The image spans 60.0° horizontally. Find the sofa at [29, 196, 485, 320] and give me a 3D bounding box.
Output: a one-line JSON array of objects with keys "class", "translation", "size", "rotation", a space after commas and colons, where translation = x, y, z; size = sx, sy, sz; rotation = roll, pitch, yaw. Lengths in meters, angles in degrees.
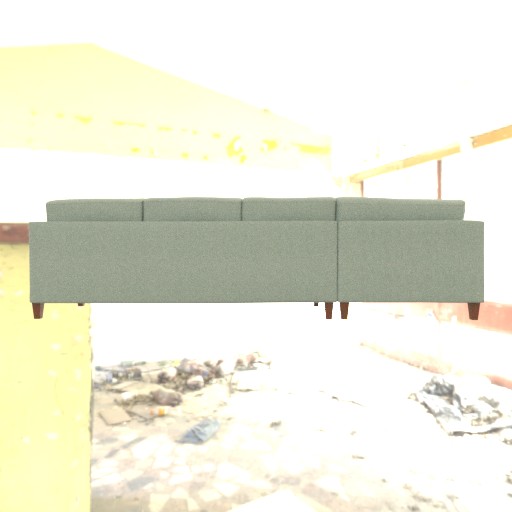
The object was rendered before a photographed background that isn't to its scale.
[{"class": "sofa", "translation": [0.000, 0.000, 4.114], "size": [3.470, 0.953, 1.600], "rotation": [0, 0, 1]}]
